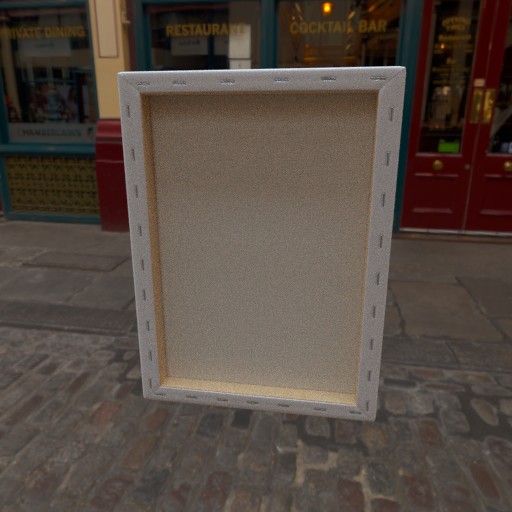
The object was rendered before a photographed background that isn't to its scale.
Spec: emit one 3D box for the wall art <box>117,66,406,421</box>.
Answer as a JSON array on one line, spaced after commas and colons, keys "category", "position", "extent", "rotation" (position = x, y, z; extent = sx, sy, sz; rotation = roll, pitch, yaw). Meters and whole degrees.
[{"category": "wall art", "position": [0.000, 0.000, 0.789], "extent": [0.455, 0.613, 0.037], "rotation": [3, 17, 9]}]
